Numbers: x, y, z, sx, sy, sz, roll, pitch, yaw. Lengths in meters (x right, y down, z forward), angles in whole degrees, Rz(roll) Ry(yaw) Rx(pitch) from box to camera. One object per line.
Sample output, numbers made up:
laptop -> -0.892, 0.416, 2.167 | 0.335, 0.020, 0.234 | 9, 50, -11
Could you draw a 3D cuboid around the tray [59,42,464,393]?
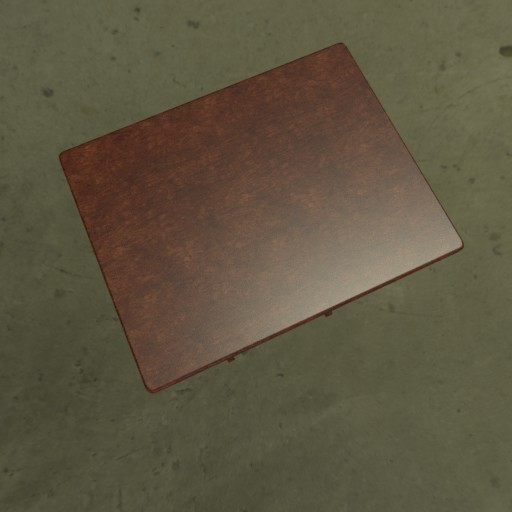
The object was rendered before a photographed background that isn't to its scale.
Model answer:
tray -> 0.000, 0.000, 0.962 | 0.483, 0.660, 0.381 | -24, 77, -6
